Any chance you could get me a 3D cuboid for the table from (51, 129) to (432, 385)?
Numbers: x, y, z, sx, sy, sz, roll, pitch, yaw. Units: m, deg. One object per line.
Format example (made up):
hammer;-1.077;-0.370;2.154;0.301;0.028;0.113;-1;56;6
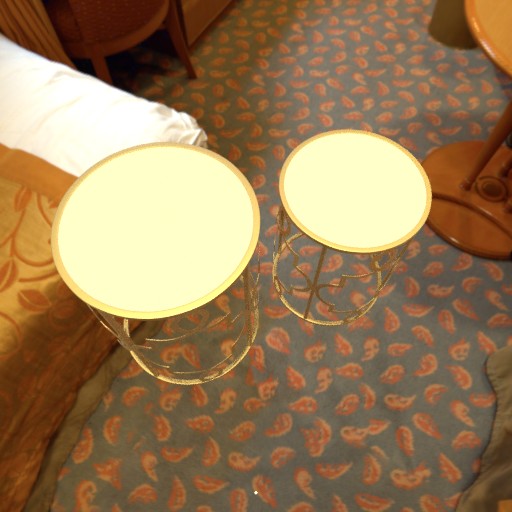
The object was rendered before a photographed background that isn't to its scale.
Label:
table;0.000;0.000;1.180;0.846;0.564;0.420;-17;63;-9
